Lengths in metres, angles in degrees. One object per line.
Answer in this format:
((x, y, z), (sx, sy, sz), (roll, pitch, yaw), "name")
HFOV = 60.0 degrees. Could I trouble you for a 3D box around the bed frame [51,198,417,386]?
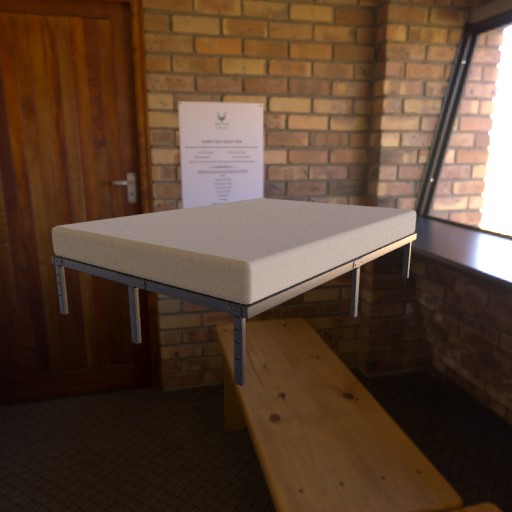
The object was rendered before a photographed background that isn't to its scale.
((0.000, 0.000, 3.836), (2.205, 0.680, 2.842), (13, 18, 43), "bed frame")
